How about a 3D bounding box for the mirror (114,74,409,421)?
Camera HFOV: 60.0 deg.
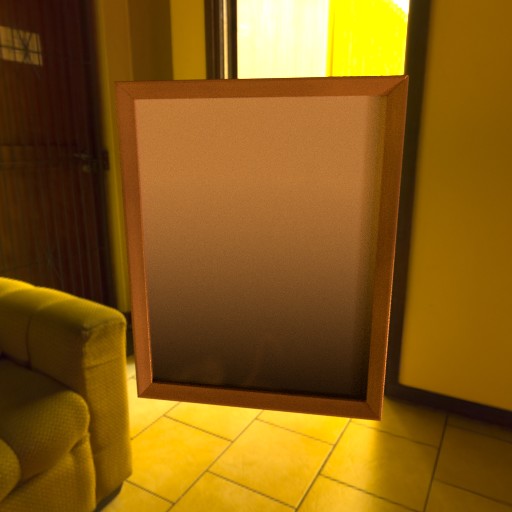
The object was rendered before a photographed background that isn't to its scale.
[{"bbox_3d":[0.000,0.000,0.684,0.406,0.509,0.041,2,15,9],"label":"mirror"}]
